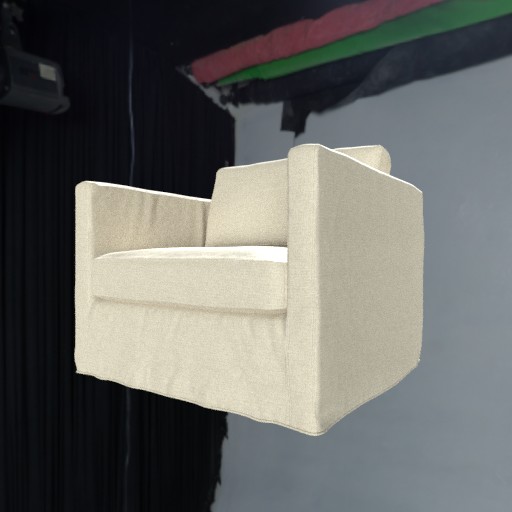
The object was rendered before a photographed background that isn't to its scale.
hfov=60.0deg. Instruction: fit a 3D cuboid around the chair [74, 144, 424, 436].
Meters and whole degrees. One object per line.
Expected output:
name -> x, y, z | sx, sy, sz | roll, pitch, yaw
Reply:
chair -> 0.000, 0.000, 1.731 | 1.057, 0.867, 0.949 | 0, 0, 36
